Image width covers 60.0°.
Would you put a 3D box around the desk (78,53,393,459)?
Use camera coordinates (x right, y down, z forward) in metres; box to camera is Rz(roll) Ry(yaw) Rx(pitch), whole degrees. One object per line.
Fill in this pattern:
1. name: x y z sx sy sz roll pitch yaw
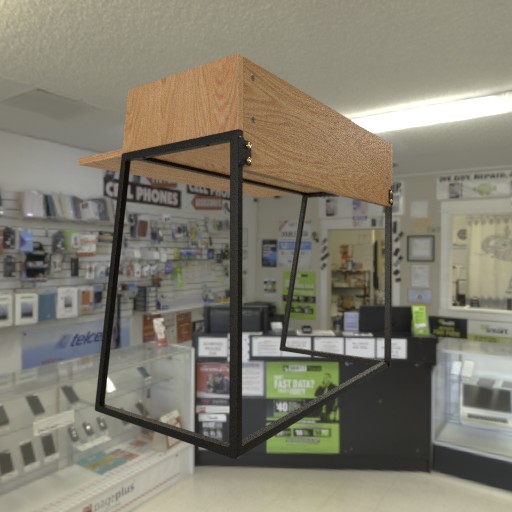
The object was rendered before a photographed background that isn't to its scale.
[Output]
1. desk: 0.000 0.000 1.854 0.769 1.061 1.191 0 0 36
